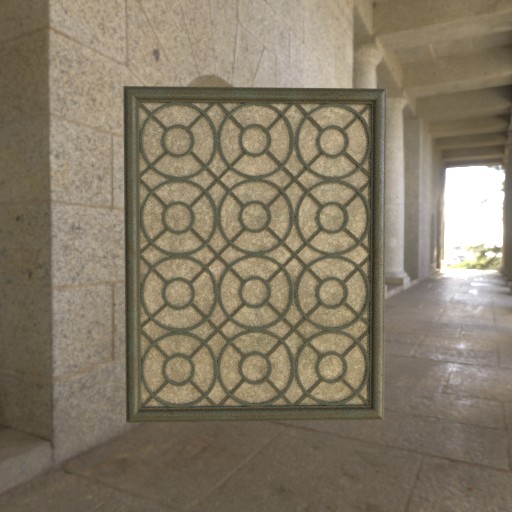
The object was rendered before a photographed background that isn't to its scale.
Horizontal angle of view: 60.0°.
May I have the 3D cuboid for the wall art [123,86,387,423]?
[{"bbox_3d":[0.000,0.000,1.306,0.767,0.983,0.030,0,2,-2],"label":"wall art"}]
